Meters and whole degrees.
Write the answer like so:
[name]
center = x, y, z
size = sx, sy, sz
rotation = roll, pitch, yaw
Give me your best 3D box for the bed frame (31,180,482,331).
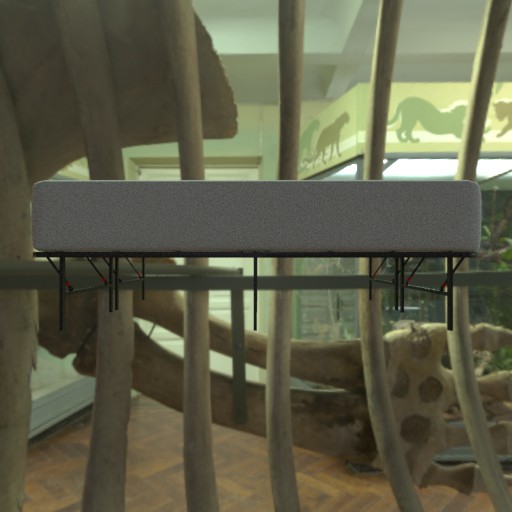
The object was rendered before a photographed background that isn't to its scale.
[bed frame]
center = 0.000, 0.000, 2.718
size = 2.037, 0.677, 1.528
rotation = 0, 0, 0
